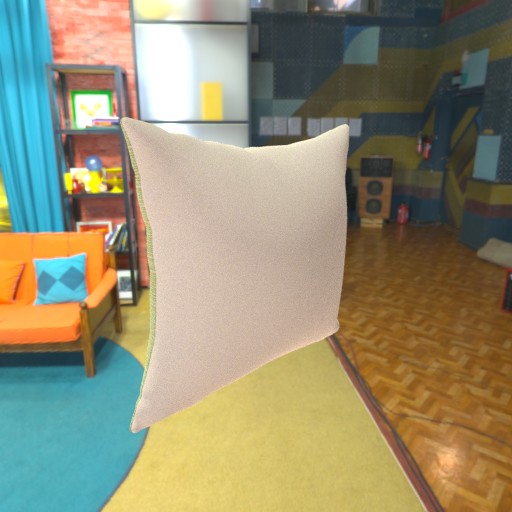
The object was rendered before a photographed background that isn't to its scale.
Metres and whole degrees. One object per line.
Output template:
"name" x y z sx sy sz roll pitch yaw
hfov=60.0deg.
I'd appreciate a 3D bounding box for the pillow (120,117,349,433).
"pillow" 0.000 0.000 0.832 0.560 0.487 0.229 -15 21 -43
